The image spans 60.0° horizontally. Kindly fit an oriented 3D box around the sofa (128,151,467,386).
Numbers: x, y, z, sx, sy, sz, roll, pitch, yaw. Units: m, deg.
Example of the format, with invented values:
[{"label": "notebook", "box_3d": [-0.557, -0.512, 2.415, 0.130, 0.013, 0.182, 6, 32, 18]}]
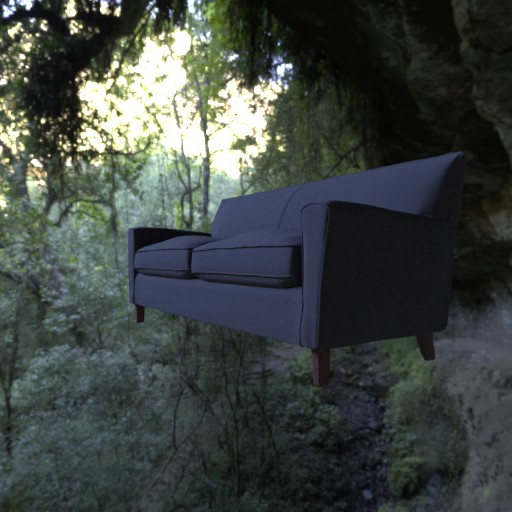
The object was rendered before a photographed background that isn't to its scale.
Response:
[{"label": "sofa", "box_3d": [0.000, 0.000, 2.486, 0.843, 0.907, 2.002, 0, 0, -35]}]
